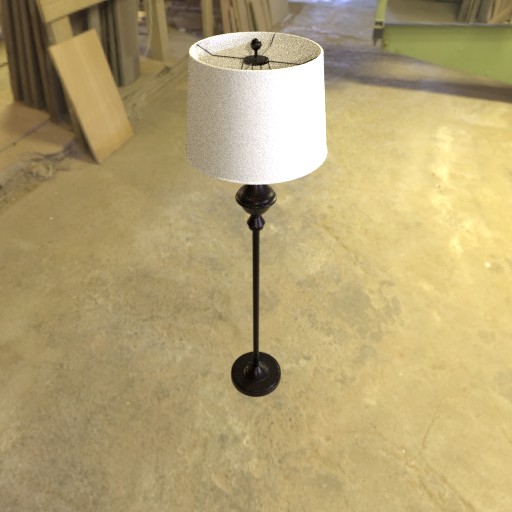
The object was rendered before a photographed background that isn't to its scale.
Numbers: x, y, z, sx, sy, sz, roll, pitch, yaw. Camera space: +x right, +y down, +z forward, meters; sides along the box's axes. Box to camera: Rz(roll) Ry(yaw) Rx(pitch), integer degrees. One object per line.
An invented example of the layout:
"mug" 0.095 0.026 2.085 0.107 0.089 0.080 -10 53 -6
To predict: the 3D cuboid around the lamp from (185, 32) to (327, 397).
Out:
"lamp" 0.000 0.000 1.633 0.431 1.484 0.431 0 40 0
